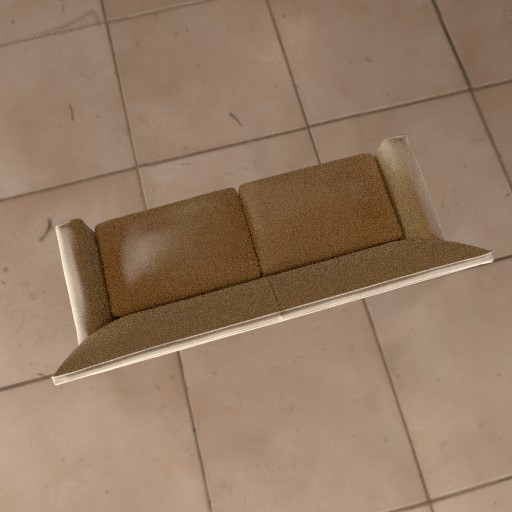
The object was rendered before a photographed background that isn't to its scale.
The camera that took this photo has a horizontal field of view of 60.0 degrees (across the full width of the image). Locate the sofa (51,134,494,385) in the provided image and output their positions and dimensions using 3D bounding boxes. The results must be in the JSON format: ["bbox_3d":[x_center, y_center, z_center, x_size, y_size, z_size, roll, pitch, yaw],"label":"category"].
[{"bbox_3d":[0.000,0.000,2.441,2.001,0.907,0.841,-15,76,-4],"label":"sofa"}]
